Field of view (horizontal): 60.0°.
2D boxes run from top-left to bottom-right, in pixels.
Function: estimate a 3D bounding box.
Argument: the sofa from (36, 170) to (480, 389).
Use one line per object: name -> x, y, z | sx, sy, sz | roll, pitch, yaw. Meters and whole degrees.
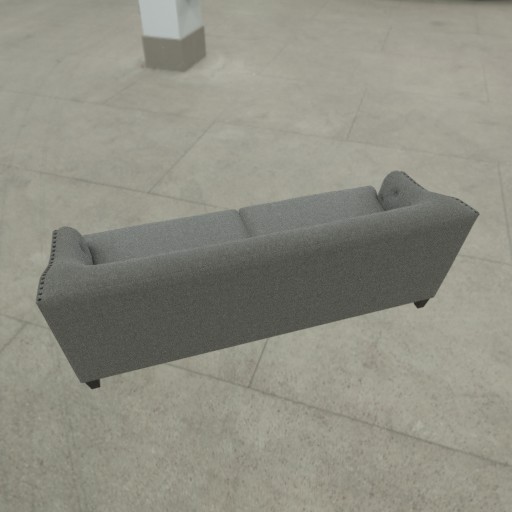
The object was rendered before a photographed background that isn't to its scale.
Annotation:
sofa -> 0.000, 0.000, 2.707 | 2.235, 0.901, 0.914 | -11, 43, -13
